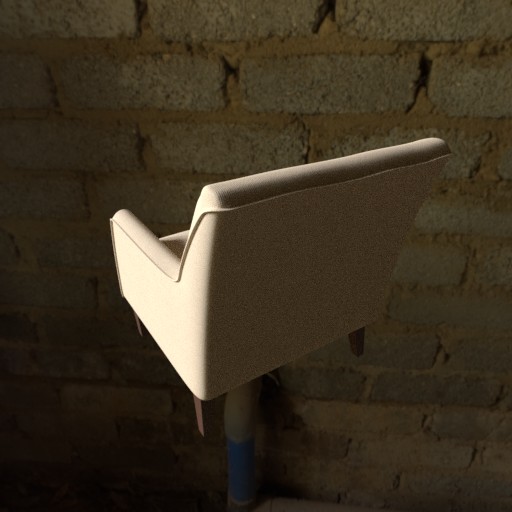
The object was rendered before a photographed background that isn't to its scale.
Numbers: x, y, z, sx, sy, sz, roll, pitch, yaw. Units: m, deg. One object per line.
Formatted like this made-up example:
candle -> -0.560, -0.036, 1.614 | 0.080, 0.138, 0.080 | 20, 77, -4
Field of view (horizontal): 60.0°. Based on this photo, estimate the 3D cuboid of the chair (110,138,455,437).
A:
chair -> 0.000, 0.000, 1.596 | 0.780, 0.919, 0.899 | -18, 34, -29
